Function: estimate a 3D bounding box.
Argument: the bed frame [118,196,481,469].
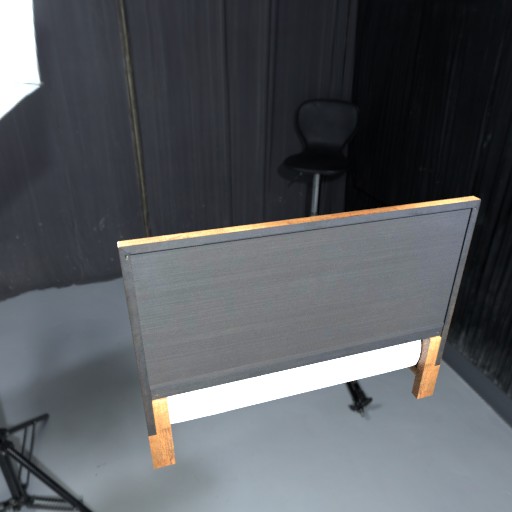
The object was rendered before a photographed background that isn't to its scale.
[{"bbox_3d":[0.000,0.000,3.601,2.038,1.537,2.235,-8,29,-16],"label":"bed frame"}]
